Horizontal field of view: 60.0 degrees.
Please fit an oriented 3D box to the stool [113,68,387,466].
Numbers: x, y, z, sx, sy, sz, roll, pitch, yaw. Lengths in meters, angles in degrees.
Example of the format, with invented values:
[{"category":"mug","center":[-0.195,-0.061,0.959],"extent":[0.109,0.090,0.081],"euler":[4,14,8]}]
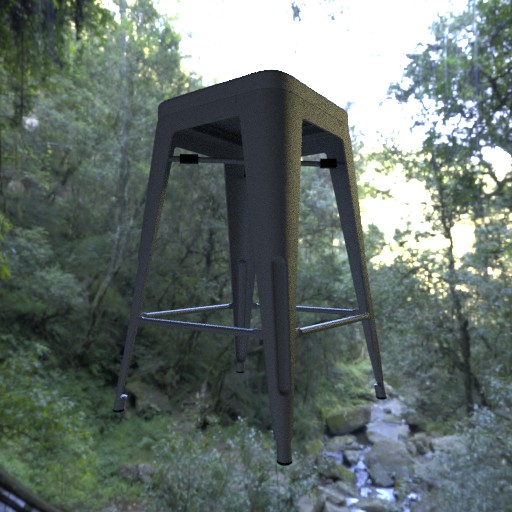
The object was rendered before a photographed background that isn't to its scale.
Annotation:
[{"category":"stool","center":[0.000,0.000,0.913],"extent":[0.406,0.610,0.406],"euler":[-1,-1,36]}]
